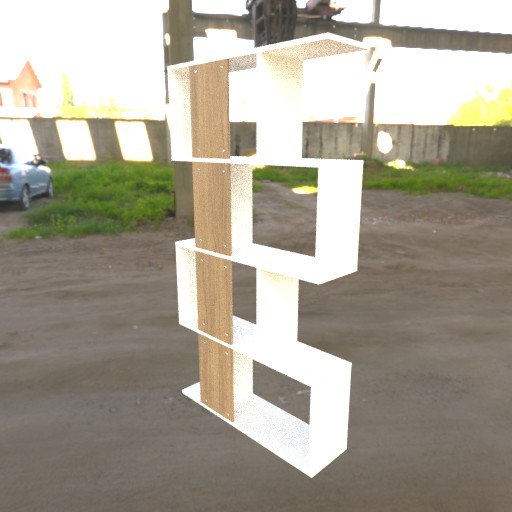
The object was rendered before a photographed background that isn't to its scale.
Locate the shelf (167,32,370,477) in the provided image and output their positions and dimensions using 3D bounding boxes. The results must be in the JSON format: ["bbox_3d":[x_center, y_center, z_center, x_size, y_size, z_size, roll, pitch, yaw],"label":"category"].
[{"bbox_3d":[0.000,0.000,1.983,0.250,1.650,0.890,-14,20,-43],"label":"shelf"}]
